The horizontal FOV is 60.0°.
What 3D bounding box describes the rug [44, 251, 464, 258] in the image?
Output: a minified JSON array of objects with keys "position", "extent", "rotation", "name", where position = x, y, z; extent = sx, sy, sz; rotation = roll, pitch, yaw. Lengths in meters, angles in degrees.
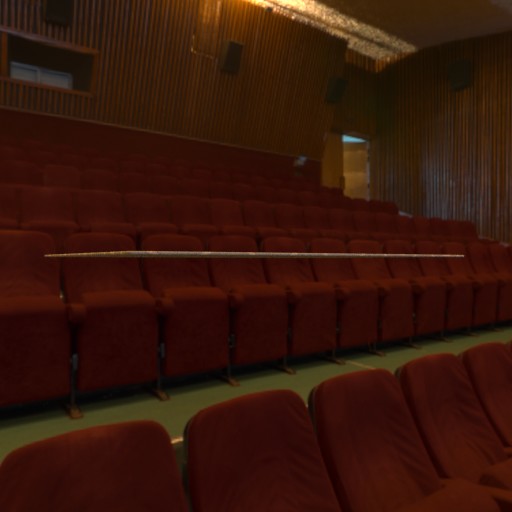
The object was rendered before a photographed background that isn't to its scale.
[{"position":[0.000,0.000,2.670],"extent":[2.080,0.010,1.451],"rotation":[0,-1,-36],"name":"rug"}]
